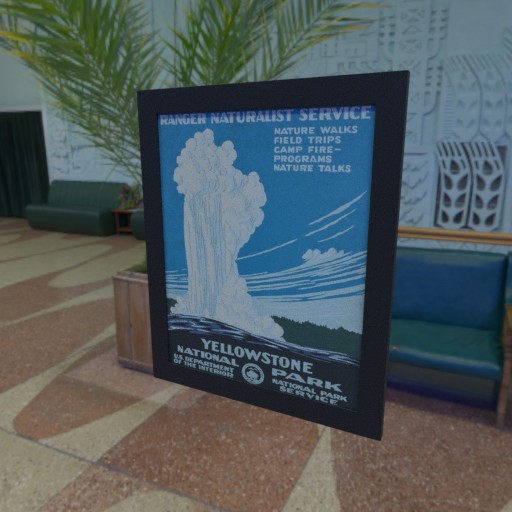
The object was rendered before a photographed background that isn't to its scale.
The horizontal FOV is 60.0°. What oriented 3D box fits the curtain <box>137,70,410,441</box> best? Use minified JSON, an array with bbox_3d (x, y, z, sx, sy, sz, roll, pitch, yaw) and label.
[{"bbox_3d":[0.000,0.000,0.796,0.483,0.585,0.027,7,15,26],"label":"curtain"}]
